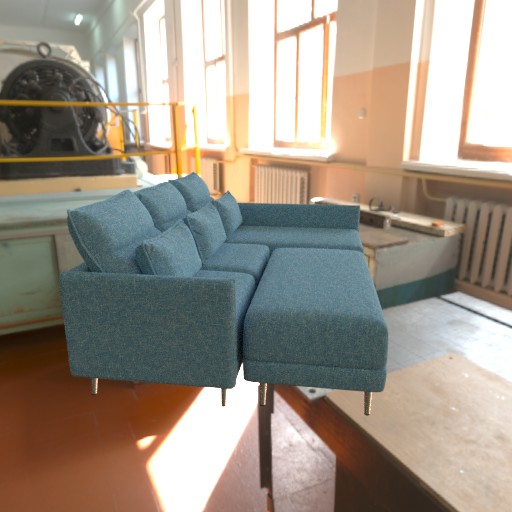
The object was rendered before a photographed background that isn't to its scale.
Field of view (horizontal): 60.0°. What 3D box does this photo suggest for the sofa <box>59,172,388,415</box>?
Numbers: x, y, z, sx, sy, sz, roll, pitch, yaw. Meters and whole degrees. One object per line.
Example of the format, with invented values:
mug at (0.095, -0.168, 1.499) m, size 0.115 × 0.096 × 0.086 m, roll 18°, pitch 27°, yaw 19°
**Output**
sofa at (0.000, 0.000, 2.802) m, size 1.420 × 0.899 × 2.034 m, roll 2°, pitch 16°, yaw 8°
